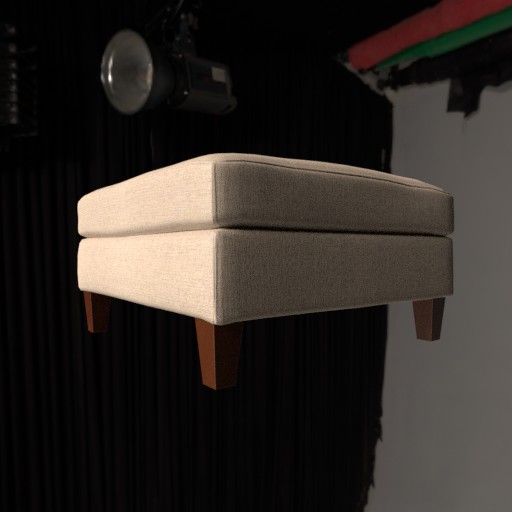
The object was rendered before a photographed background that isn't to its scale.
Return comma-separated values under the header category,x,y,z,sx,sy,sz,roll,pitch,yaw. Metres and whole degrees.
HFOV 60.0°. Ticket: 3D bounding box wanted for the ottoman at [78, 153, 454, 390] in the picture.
category,x,y,z,sx,sy,sz,roll,pitch,yaw
ottoman,0.000,0.000,1.348,0.838,0.481,0.838,-1,1,-37
